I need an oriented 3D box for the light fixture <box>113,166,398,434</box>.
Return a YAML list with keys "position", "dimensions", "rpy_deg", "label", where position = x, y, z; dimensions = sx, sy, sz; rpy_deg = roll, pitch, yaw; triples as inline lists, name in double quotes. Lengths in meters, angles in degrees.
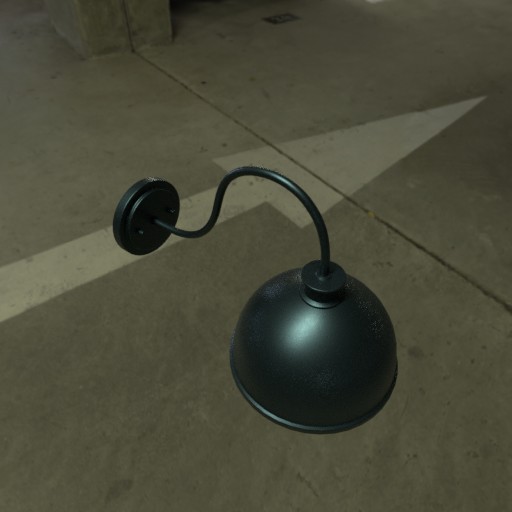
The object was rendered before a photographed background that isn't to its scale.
- position: [0.000, 0.000, 0.627]
  dimensions: [0.467, 0.295, 0.253]
  rpy_deg: [27, 49, 26]
  label: "light fixture"
